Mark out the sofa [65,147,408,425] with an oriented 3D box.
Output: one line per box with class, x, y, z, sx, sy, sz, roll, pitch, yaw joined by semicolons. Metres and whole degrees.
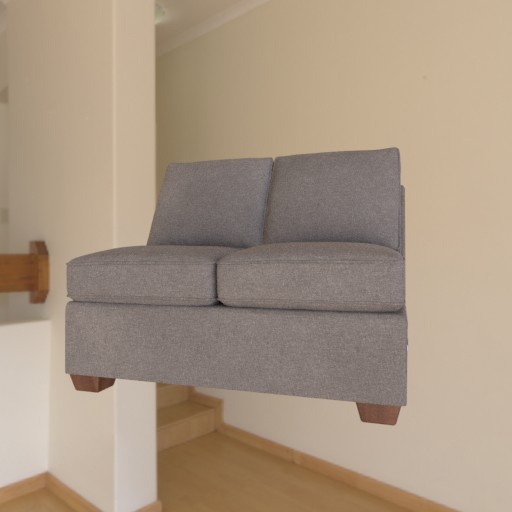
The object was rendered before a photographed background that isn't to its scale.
sofa;0.000;0.000;1.903;1.237;1.008;0.951;0;0;17
